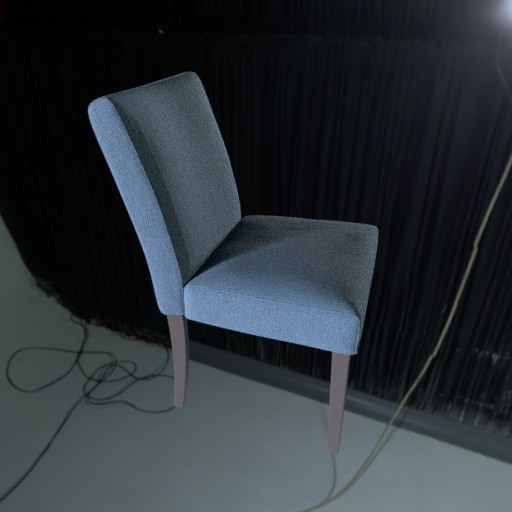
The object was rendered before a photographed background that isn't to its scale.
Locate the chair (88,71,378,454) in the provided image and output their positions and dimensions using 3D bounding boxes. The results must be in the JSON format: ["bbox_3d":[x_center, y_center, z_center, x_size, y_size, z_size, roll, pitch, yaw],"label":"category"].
[{"bbox_3d":[0.000,0.000,1.226,0.629,0.882,0.487,9,31,16],"label":"chair"}]
